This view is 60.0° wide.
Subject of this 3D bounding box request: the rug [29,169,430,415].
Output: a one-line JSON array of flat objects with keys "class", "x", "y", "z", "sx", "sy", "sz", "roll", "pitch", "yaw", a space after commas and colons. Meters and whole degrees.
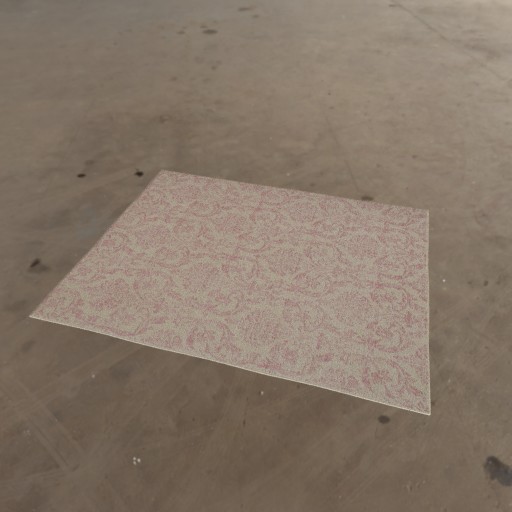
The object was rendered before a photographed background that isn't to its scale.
[{"class": "rug", "x": 0.000, "y": 0.000, "z": 3.979, "sx": 2.980, "sy": 0.012, "sz": 2.363, "roll": 11, "pitch": 42, "yaw": 12}]
